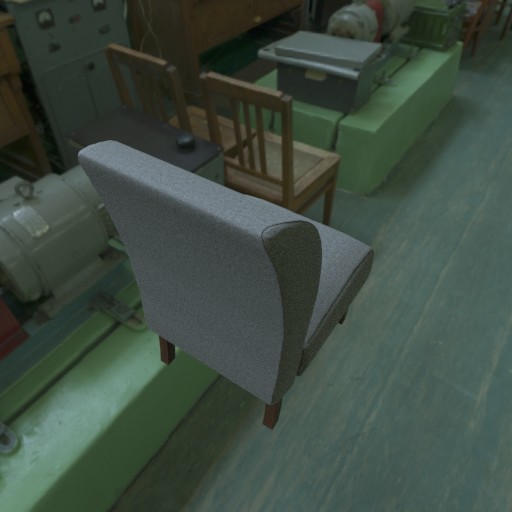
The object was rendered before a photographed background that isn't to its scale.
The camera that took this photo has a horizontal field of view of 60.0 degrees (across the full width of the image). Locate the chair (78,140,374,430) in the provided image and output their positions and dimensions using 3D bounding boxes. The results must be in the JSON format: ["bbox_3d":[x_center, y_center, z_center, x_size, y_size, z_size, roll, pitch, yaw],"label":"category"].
[{"bbox_3d":[0.000,0.000,1.212,0.513,0.804,0.592,25,50,22],"label":"chair"}]
